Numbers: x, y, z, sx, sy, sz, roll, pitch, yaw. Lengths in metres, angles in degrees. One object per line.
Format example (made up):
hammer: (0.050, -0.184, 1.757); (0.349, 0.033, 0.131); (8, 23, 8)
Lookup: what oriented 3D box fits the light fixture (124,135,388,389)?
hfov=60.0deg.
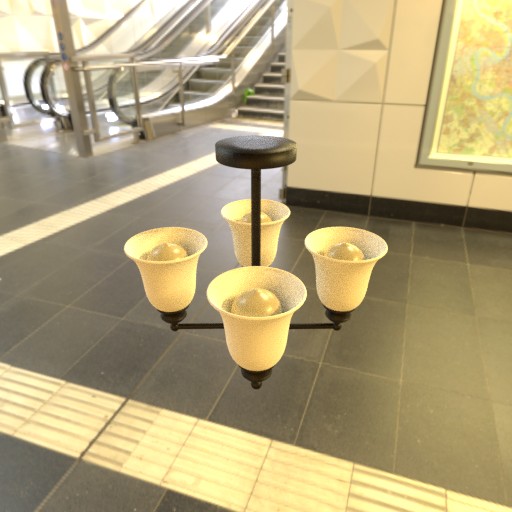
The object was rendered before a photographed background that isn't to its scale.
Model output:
light fixture: (0.000, 0.000, 1.840); (1.069, 0.925, 1.069); (0, 27, 0)
